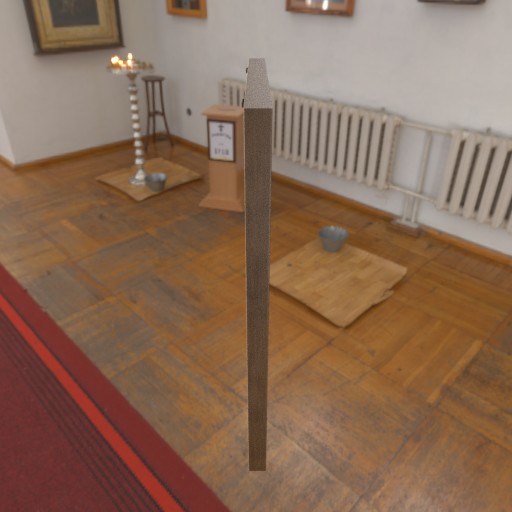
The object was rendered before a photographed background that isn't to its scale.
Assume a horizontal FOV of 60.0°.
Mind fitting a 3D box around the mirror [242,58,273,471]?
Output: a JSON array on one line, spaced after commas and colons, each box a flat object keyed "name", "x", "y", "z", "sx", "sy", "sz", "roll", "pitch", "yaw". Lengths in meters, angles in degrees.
[{"name": "mirror", "x": 0.000, "y": 0.000, "z": 0.935, "sx": 0.040, "sy": 0.710, "sz": 0.507, "roll": 0, "pitch": 30, "yaw": 0}]
